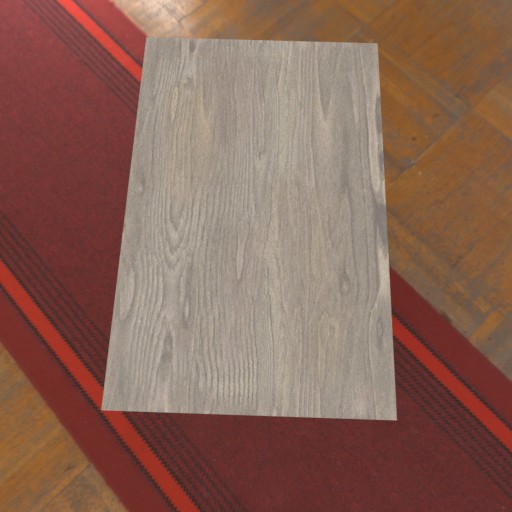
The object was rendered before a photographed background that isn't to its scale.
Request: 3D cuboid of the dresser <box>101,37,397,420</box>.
[{"bbox_3d":[0.000,0.000,1.269,0.529,0.762,0.809,2,74,1],"label":"dresser"}]
